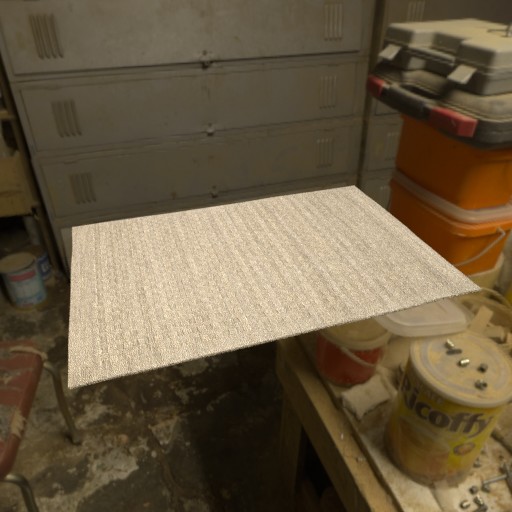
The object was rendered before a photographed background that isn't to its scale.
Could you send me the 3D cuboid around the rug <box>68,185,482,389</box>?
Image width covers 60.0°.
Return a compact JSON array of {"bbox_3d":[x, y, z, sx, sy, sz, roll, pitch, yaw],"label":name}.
[{"bbox_3d":[0.000,0.000,2.900,2.297,0.018,1.532,-10,35,-15],"label":"rug"}]
